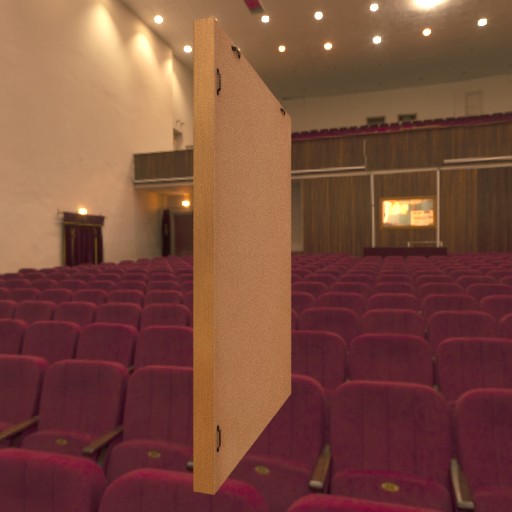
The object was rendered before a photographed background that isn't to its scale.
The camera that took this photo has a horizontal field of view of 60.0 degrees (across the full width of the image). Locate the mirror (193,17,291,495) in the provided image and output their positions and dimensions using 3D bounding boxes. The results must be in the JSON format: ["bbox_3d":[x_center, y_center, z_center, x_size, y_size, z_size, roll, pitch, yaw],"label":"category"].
[{"bbox_3d":[0.000,0.000,0.904,0.039,0.710,0.507,0,0,18],"label":"mirror"}]
